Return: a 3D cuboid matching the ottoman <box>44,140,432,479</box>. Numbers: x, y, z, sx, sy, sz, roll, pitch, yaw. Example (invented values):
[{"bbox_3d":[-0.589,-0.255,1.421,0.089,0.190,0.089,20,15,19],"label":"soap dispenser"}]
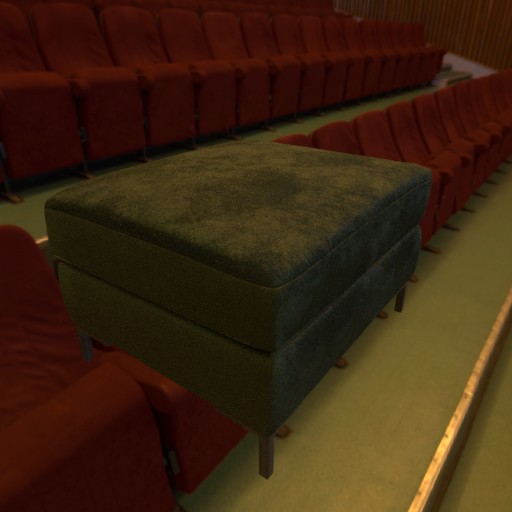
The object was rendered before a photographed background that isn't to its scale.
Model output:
[{"bbox_3d":[0.000,0.000,1.271,0.701,0.538,0.839,18,32,32],"label":"ottoman"}]
